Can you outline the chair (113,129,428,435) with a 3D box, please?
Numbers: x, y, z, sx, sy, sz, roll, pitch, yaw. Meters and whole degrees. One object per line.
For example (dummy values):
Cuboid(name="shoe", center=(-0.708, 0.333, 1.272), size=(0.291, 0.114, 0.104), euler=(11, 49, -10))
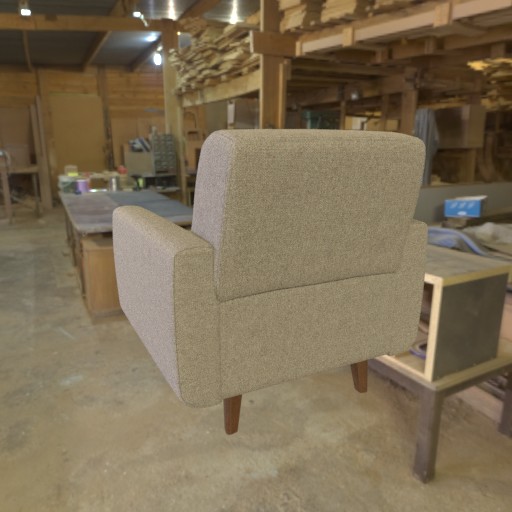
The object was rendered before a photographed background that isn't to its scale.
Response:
Cuboid(name="chair", center=(0.000, 0.000, 1.547), size=(0.831, 0.839, 0.907), euler=(-7, 16, -26))
